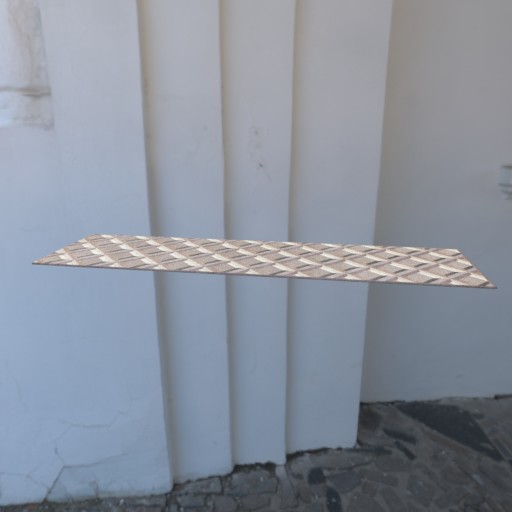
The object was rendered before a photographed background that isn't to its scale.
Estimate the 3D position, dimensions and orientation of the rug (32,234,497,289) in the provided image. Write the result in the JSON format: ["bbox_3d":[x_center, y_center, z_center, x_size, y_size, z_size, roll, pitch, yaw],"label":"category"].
[{"bbox_3d":[0.000,0.000,2.612,2.437,0.013,0.685,3,17,9],"label":"rug"}]
